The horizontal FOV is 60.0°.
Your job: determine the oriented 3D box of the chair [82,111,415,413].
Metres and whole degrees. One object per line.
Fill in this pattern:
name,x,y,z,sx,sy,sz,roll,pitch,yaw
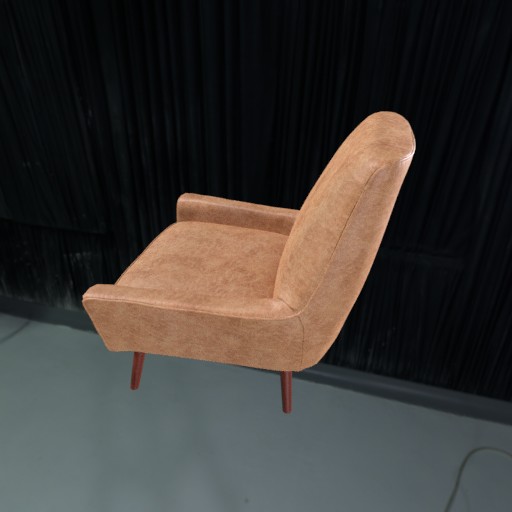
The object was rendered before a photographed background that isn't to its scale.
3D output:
chair,0.000,0.000,1.457,0.851,0.883,0.753,8,32,12
